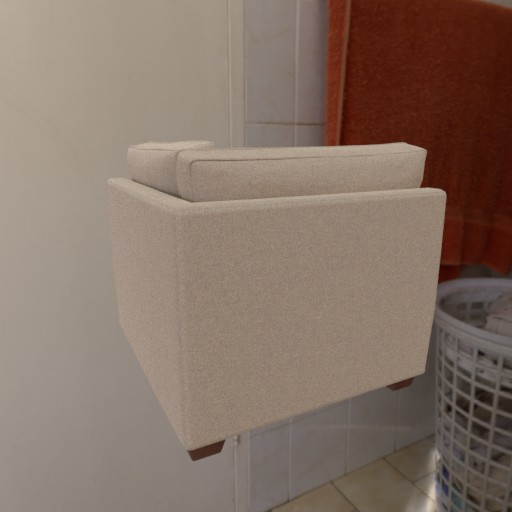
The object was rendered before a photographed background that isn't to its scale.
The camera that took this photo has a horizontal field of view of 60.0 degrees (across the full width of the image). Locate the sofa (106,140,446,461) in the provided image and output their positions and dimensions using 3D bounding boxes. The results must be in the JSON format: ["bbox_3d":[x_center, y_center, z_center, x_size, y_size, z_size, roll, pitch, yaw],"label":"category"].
[{"bbox_3d":[0.000,0.000,1.988,1.084,1.002,1.146,-7,16,-26],"label":"sofa"}]
